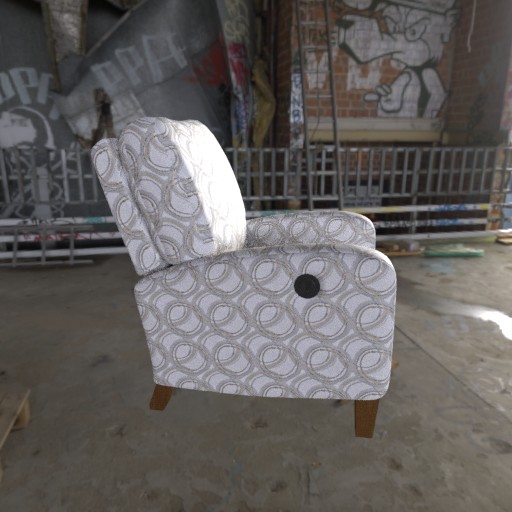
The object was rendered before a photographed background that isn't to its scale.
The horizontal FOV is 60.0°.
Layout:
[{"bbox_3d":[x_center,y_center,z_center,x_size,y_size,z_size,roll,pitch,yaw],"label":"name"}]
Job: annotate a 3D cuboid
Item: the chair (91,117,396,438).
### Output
[{"bbox_3d":[0.000,0.000,1.782,0.995,1.065,0.796,2,16,9],"label":"chair"}]
